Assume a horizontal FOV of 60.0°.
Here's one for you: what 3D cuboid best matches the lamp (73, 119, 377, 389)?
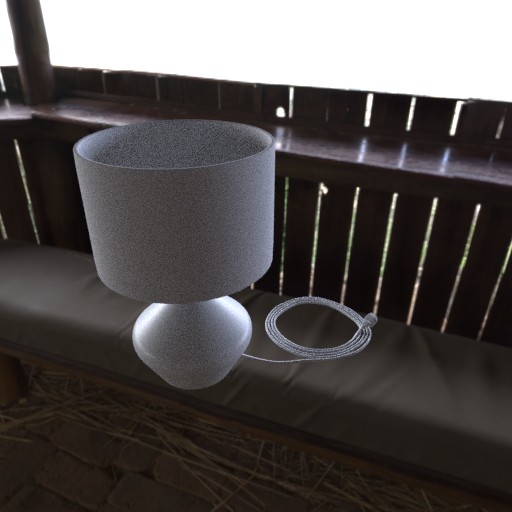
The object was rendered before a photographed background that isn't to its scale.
[{"bbox_3d":[0.000,0.000,0.835,0.546,0.457,0.401,1,29,2],"label":"lamp"}]
